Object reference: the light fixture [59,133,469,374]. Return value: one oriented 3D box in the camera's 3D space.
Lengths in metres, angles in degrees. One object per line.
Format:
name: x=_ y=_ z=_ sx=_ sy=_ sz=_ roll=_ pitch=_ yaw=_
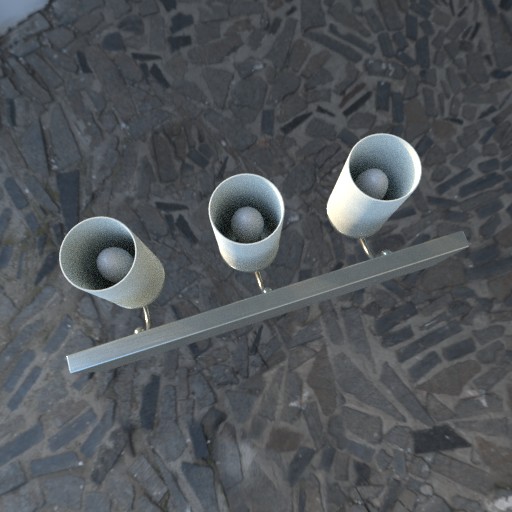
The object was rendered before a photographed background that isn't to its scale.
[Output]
light fixture: x=0.000 y=0.000 z=0.539 sx=0.451 sy=0.172 sz=0.145 roll=-17 pitch=77 yaw=-4
